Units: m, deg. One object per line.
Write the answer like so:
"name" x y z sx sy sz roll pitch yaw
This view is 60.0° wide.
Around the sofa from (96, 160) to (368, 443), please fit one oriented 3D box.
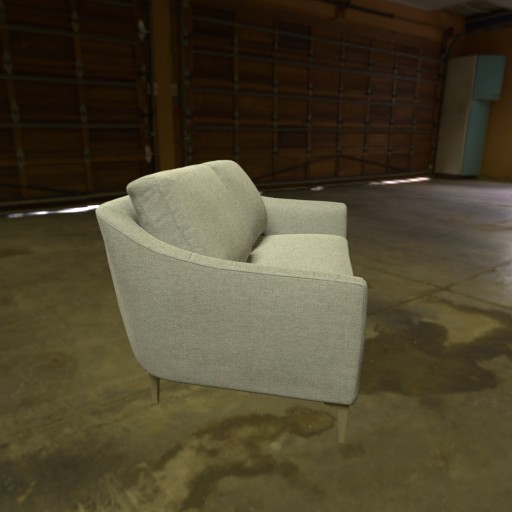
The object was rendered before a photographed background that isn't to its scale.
"sofa" 0.000 0.000 2.204 0.960 0.904 1.619 2 15 9
